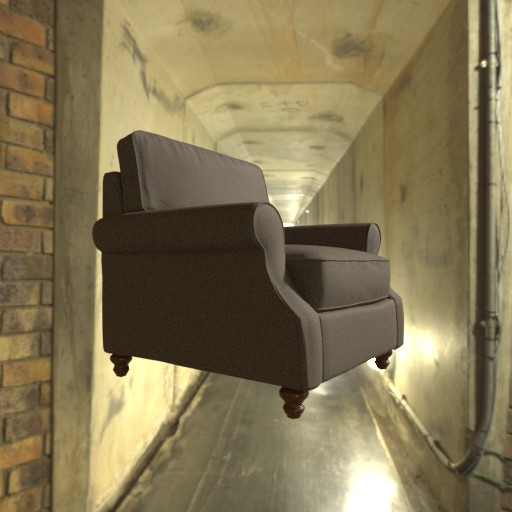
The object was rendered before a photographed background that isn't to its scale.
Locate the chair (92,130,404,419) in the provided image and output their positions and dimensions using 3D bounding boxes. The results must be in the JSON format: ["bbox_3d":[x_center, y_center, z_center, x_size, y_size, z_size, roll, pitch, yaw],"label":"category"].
[{"bbox_3d":[0.000,0.000,1.833,0.966,0.967,1.029,-1,-1,36],"label":"chair"}]
